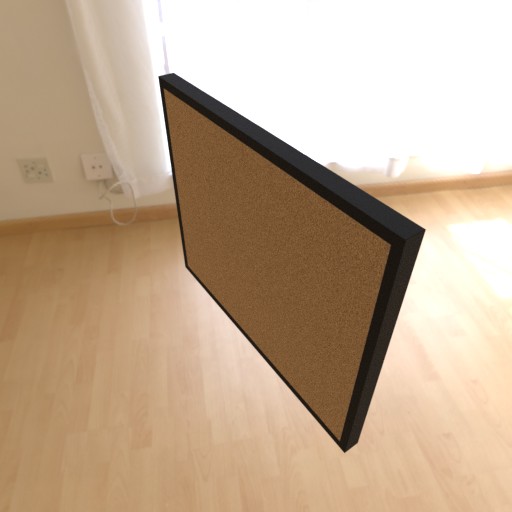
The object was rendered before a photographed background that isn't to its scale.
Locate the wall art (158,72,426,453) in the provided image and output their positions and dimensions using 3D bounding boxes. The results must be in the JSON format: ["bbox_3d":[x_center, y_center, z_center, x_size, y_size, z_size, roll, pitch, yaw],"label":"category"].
[{"bbox_3d":[0.000,0.000,0.761,0.030,0.454,0.554,-25,47,-26],"label":"wall art"}]
